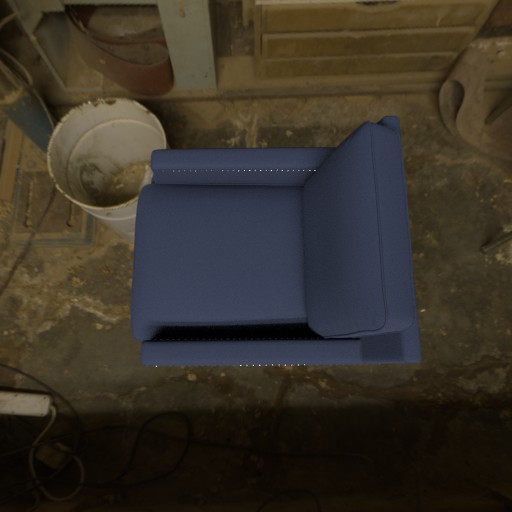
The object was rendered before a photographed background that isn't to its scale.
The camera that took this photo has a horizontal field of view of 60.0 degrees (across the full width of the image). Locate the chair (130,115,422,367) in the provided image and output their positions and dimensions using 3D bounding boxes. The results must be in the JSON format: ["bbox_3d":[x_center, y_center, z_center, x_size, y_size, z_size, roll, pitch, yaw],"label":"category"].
[{"bbox_3d":[0.000,0.000,1.769,1.014,0.943,0.853,0,76,0],"label":"chair"}]
